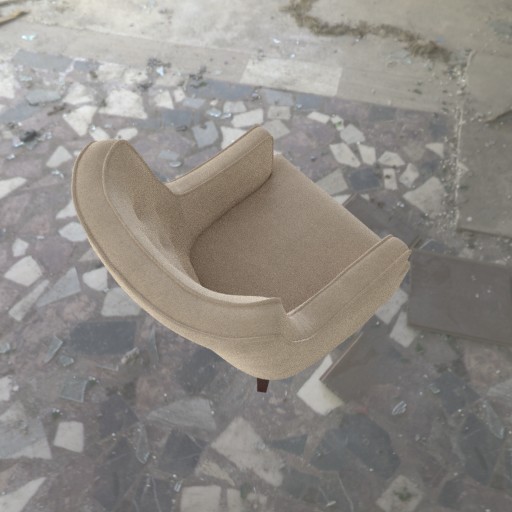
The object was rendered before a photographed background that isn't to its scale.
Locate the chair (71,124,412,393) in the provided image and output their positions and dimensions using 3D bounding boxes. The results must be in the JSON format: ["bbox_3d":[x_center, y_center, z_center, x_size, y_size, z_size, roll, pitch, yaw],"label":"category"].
[{"bbox_3d":[0.000,0.000,1.557,0.910,0.920,0.781,-36,65,-20],"label":"chair"}]
